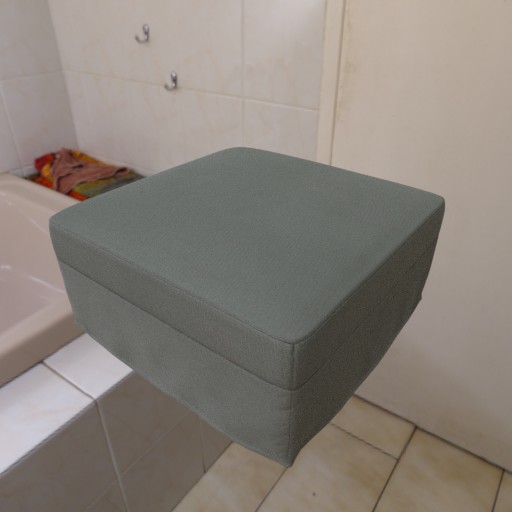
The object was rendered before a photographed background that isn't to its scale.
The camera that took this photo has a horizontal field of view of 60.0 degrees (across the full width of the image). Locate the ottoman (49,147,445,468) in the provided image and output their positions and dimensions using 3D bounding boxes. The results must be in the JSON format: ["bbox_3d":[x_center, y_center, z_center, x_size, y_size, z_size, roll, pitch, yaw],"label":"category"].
[{"bbox_3d":[0.000,0.000,1.343,0.842,0.441,0.843,22,38,32],"label":"ottoman"}]
